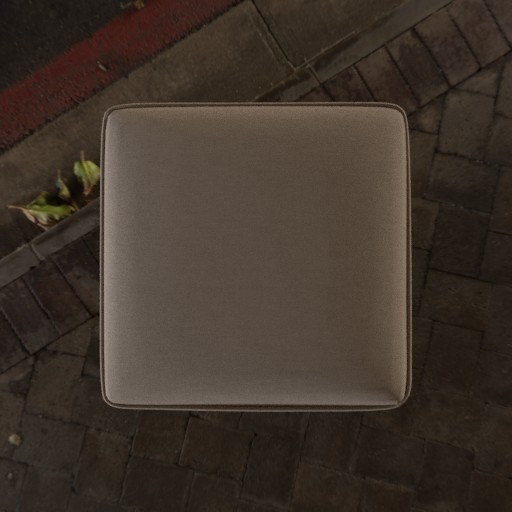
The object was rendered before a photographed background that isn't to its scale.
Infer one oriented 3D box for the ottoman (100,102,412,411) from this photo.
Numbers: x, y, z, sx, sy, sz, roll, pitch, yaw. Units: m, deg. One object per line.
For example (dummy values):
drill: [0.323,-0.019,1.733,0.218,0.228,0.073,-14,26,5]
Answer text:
ottoman: [0.000,0.000,1.043,0.616,0.438,0.613,0,90,1]
